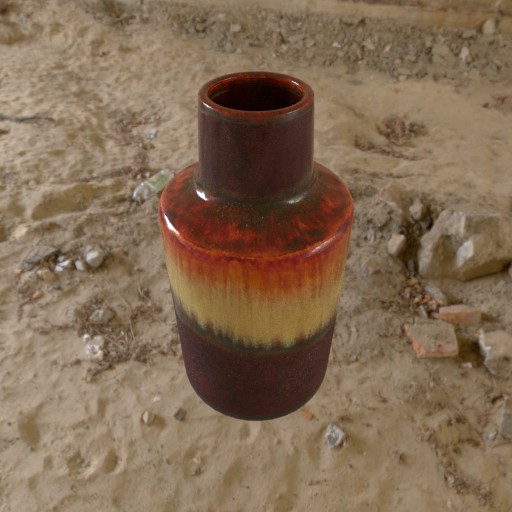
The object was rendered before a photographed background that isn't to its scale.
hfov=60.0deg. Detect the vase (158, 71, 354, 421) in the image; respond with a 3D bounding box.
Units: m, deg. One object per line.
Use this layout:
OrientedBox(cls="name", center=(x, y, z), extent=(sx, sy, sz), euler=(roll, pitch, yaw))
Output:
OrientedBox(cls="vase", center=(0.000, 0.000, 0.271), extent=(0.108, 0.204, 0.108), euler=(0, 41, 0))
